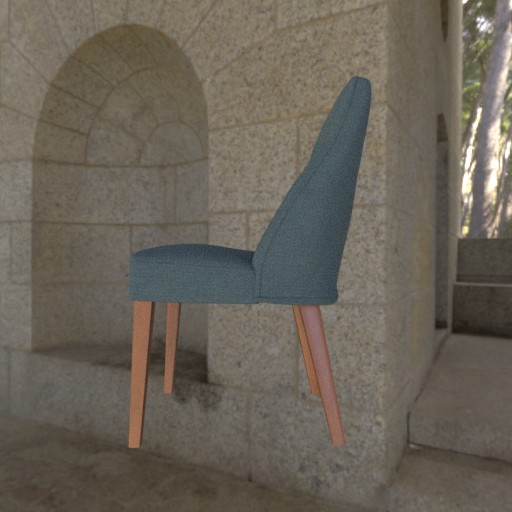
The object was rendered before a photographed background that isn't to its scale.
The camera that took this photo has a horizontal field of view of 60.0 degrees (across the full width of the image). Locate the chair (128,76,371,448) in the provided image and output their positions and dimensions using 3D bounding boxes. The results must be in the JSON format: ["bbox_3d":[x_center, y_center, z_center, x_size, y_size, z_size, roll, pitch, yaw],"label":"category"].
[{"bbox_3d":[0.000,0.000,1.296,0.620,0.930,0.500,0,0,0],"label":"chair"}]
